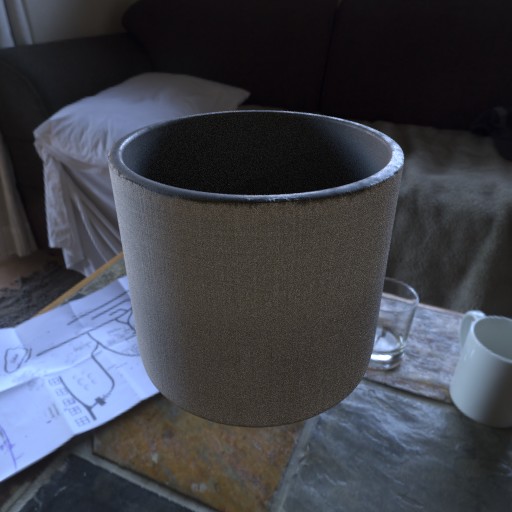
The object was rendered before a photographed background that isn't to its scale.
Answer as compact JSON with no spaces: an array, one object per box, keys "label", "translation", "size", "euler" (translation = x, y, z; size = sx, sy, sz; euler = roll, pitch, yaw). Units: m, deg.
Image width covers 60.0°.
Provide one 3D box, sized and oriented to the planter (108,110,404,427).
[{"label":"planter","translation":[0.000,0.000,0.387],"size":[0.221,0.201,0.221],"euler":[0,31,0]}]
